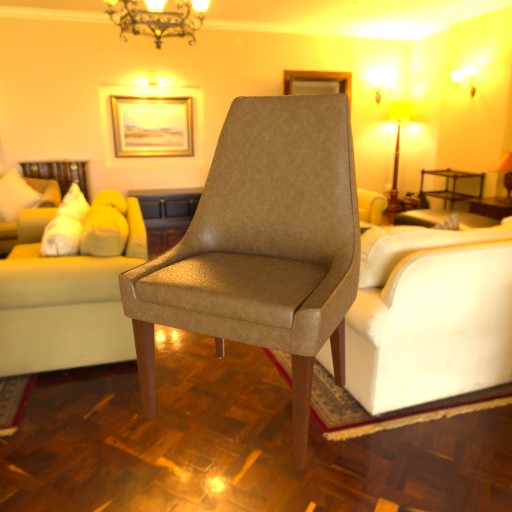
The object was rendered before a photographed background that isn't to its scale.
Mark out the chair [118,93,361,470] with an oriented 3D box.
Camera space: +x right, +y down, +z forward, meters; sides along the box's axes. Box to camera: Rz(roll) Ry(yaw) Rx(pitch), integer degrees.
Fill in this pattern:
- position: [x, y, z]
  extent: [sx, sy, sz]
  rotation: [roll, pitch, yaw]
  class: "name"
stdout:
- position: [0.000, 0.000, 1.210]
  extent: [0.529, 0.861, 0.544]
  rotation: [7, 17, 24]
  class: "chair"
